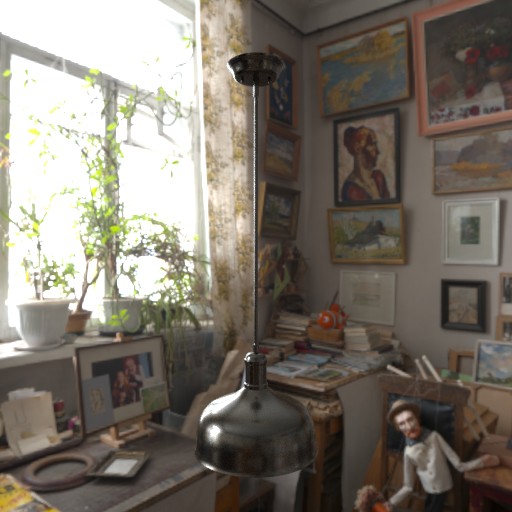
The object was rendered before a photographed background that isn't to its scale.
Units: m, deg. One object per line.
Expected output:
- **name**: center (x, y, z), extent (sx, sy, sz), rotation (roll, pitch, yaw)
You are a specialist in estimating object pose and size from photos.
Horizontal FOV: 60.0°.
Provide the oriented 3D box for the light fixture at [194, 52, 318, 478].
- **light fixture**: center (0.000, 0.000, 1.085), extent (0.299, 0.935, 0.299), rotation (0, -1, -1)
